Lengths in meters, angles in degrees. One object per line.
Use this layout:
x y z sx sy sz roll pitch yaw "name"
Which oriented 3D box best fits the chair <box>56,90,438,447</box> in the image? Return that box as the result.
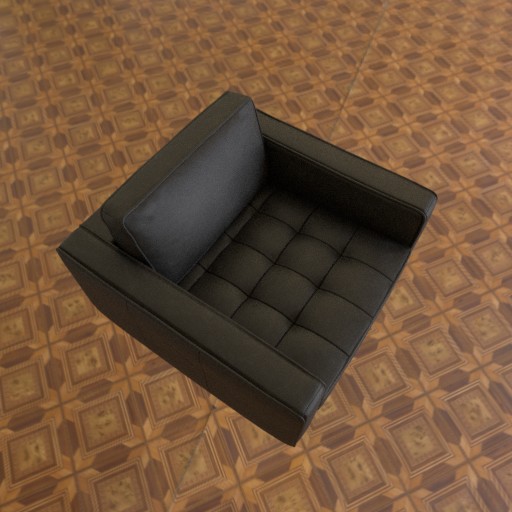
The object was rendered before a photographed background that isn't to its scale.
0.000 0.000 1.566 0.914 0.763 0.889 30 63 17 "chair"
